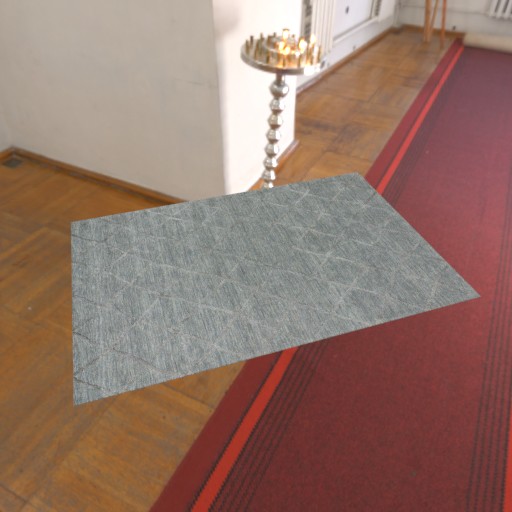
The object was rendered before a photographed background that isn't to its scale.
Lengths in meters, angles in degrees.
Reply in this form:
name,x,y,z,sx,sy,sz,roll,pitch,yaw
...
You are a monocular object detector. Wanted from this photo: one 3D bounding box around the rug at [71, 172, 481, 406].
name,x,y,z,sx,sy,sz,roll,pitch,yaw
rug,0.000,0.000,2.885,2.283,0.006,1.521,-12,42,-14
